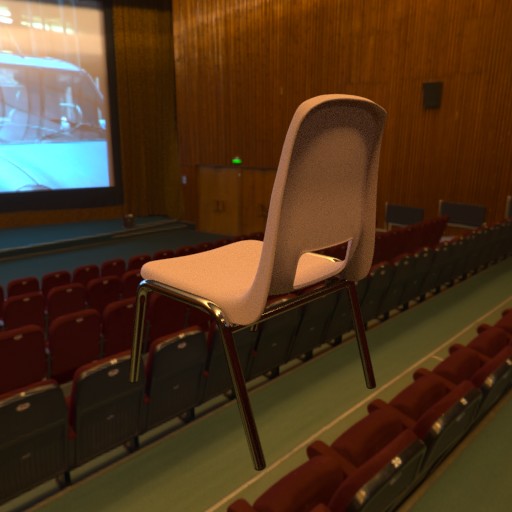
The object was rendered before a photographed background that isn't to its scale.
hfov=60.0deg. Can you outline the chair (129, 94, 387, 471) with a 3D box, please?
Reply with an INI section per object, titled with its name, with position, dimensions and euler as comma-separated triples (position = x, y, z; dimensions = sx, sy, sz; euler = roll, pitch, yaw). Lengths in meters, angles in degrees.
[chair]
position = 0.000, 0.000, 0.812
dimensions = 0.354, 0.537, 0.385
euler = -15, 22, -42
